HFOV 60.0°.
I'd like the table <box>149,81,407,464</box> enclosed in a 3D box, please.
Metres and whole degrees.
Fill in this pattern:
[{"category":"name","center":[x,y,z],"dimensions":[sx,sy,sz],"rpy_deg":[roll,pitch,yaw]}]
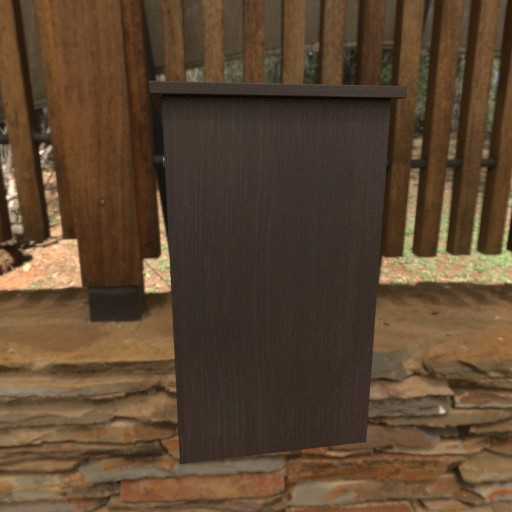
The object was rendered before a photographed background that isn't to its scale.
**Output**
[{"category":"table","center":[0.000,0.000,0.946],"dimensions":[0.381,0.635,0.480],"rpy_deg":[-2,15,-9]}]
